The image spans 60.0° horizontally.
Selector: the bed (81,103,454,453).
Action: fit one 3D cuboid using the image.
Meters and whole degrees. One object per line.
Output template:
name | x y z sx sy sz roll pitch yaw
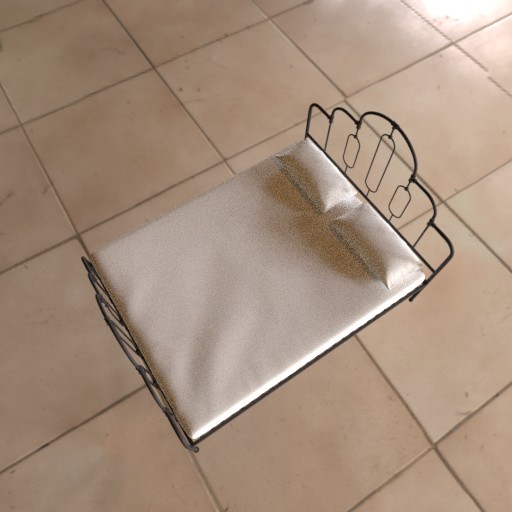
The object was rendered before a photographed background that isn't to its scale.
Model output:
bed | 0.000 0.000 3.193 2.163 1.429 1.640 -31 68 -14
